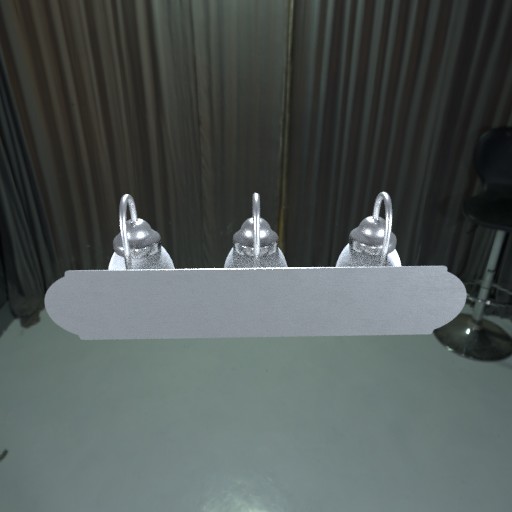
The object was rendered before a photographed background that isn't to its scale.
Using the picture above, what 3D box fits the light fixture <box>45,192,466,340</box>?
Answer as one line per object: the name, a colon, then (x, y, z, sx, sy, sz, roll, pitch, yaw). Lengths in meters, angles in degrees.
light fixture: (0.000, 0.000, 0.718, 0.610, 0.222, 0.199, -1, 28, -1)
